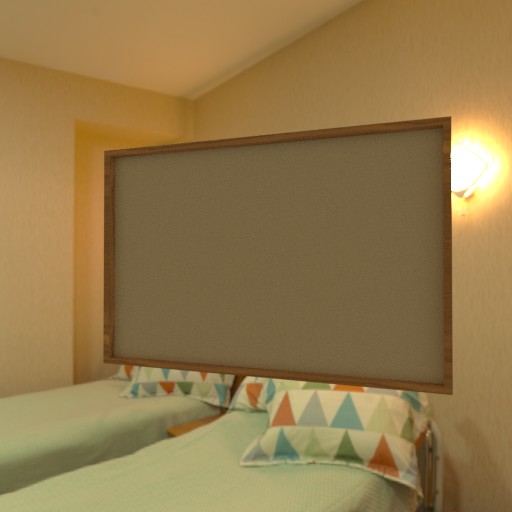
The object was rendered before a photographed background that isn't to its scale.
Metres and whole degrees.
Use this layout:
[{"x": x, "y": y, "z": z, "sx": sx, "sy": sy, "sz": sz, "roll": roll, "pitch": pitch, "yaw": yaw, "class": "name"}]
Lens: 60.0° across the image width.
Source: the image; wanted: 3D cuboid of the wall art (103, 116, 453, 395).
[{"x": 0.000, "y": 0.000, "z": 0.746, "sx": 0.604, "sy": 0.402, "sz": 0.018, "roll": 0, "pitch": -1, "yaw": 19, "class": "wall art"}]
